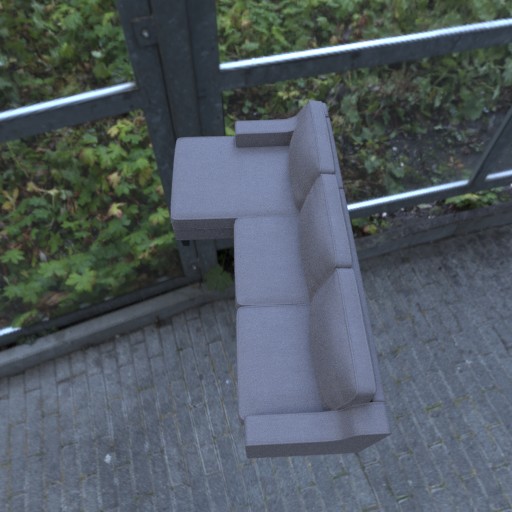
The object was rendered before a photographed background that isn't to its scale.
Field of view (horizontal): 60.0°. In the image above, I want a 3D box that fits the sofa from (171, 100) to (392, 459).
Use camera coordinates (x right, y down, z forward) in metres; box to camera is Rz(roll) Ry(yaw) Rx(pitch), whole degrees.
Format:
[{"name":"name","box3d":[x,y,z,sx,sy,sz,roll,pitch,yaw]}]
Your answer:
[{"name":"sofa","box3d":[0.000,0.000,3.163,1.294,0.928,2.561,-2,58,-1]}]
